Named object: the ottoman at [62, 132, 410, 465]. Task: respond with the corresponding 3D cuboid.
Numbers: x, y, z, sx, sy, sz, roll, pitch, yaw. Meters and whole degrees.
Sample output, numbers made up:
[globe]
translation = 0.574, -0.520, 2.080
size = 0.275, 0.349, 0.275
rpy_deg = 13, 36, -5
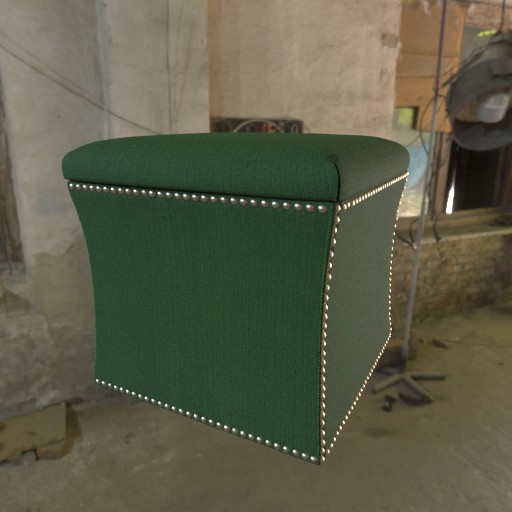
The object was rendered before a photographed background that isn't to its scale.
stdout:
[ottoman]
translation = 0.000, 0.000, 0.884
size = 0.497, 0.475, 0.507
rpy_deg = 9, 19, 27
